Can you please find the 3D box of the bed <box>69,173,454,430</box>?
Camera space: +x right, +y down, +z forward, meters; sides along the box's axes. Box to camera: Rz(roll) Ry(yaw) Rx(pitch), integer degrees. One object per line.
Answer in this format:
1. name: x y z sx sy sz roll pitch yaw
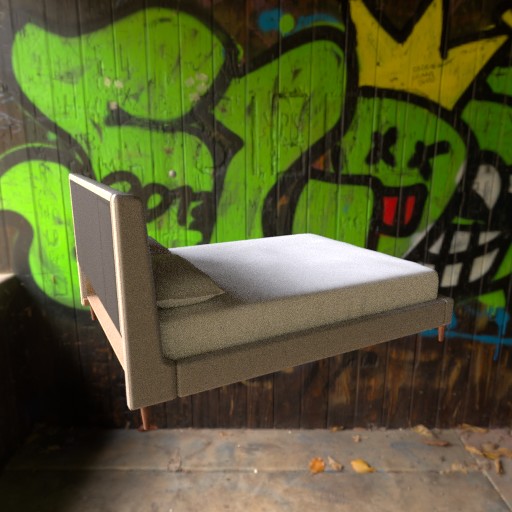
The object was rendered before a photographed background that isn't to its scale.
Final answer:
1. bed: 0.000 0.000 3.183 2.232 1.147 1.656 -7 16 -27
